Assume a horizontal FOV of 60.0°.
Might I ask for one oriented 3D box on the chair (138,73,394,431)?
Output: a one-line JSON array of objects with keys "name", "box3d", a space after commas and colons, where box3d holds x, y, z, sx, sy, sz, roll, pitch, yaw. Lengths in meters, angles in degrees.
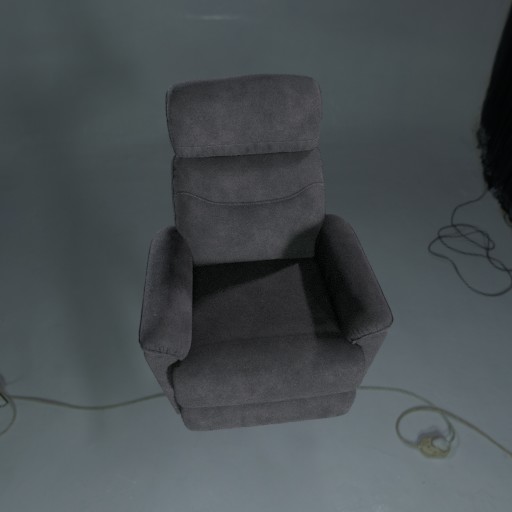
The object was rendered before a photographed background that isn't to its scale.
[{"name": "chair", "box3d": [0.000, 0.000, 1.722, 0.830, 1.035, 1.009, -4, 47, -4]}]
